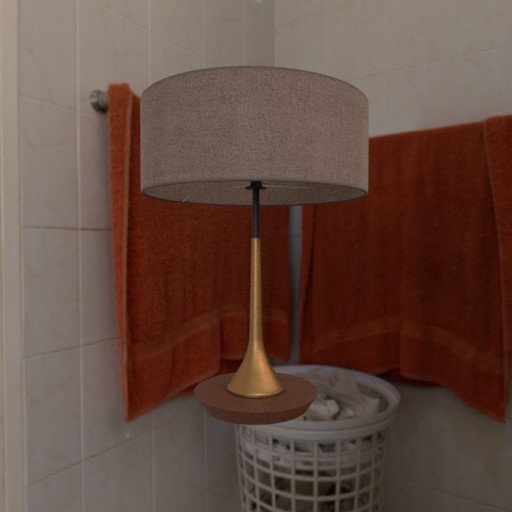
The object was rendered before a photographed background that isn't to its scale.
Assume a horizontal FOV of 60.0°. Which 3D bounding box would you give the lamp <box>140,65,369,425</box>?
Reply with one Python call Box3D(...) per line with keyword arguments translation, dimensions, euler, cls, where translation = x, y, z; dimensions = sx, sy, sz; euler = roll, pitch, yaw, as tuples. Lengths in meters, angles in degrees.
Box3D(translation=(0.000, 0.000, 0.816), dimensions=(0.396, 0.551, 0.417), euler=(1, 2, 36), cls="lamp")
